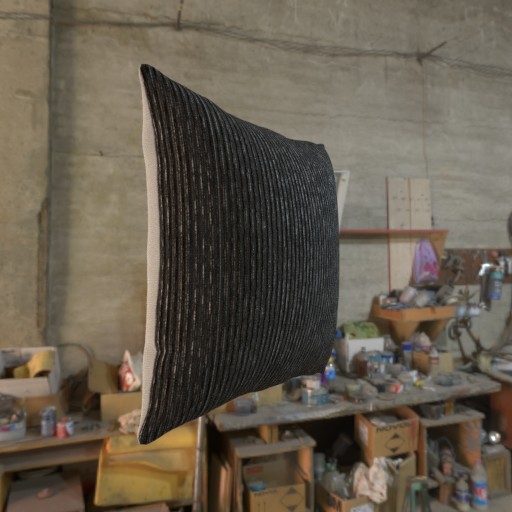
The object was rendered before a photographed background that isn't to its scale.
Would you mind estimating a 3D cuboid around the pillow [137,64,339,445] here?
[{"bbox_3d":[0.000,0.000,0.669,0.196,0.434,0.433,-1,-1,37],"label":"pillow"}]
